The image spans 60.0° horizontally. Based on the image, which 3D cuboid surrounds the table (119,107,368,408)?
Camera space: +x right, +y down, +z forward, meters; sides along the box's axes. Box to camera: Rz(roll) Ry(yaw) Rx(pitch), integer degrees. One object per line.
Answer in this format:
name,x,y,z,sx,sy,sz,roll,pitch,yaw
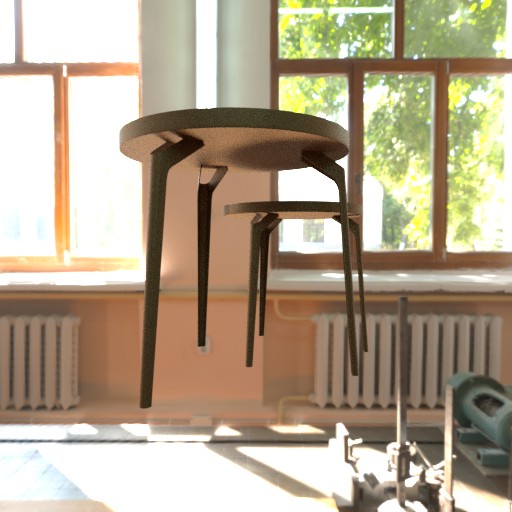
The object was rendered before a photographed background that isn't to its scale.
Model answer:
table,0.000,0.000,1.135,0.532,0.555,0.751,1,2,35
